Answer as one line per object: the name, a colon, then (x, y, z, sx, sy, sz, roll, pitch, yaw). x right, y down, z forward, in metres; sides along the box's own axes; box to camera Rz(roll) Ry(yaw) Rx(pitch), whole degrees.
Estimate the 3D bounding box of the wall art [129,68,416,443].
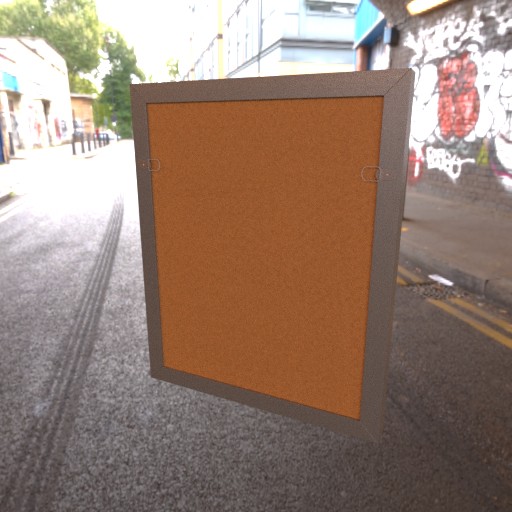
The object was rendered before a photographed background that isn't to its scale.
wall art: (0.000, 0.000, 0.506, 0.308, 0.379, 0.030, 8, 18, 25)
